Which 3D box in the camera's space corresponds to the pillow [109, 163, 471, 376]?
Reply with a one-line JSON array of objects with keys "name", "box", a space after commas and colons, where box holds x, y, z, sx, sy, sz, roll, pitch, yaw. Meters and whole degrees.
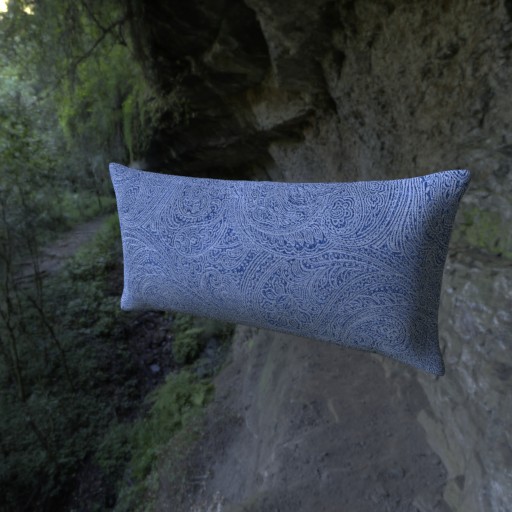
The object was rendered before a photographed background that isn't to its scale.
[{"name": "pillow", "box": [0.000, 0.000, 0.734, 0.615, 0.295, 0.151, 7, 16, 26]}]
